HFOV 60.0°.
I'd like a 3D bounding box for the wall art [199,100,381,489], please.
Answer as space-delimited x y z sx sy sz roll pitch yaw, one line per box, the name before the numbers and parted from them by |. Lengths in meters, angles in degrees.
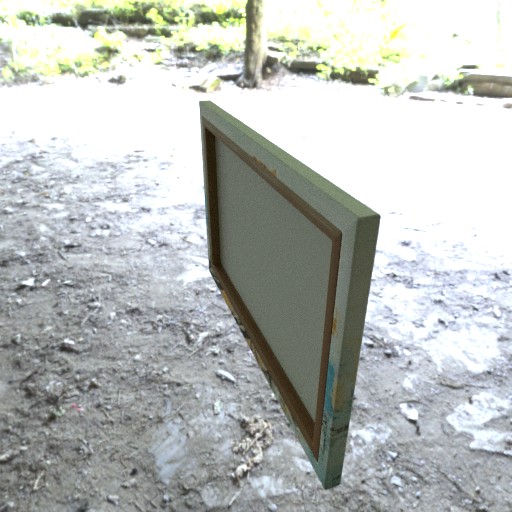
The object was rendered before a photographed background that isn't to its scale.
wall art | 0.000 0.000 1.132 0.038 0.609 0.913 -10 31 -17
